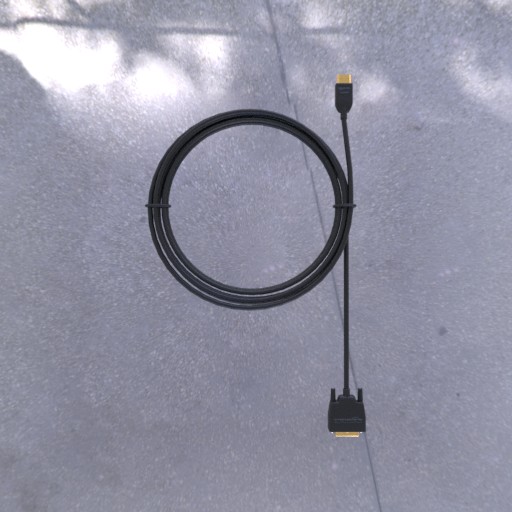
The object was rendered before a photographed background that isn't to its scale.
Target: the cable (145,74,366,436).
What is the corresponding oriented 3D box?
[{"bbox_3d":[0.000,0.000,0.516,0.257,0.030,0.422,0,90,0],"label":"cable"}]
